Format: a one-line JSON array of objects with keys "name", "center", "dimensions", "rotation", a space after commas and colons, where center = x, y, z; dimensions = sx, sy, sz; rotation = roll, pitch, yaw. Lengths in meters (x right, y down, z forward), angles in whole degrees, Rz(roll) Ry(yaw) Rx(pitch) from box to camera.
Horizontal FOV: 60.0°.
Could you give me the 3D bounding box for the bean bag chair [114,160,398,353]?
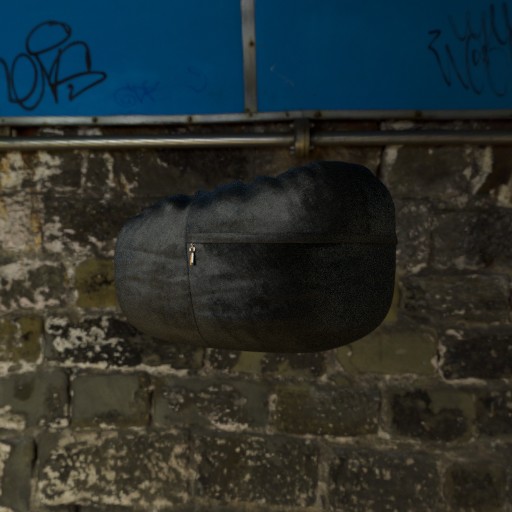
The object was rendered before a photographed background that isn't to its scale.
[{"name": "bean bag chair", "center": [0.000, 0.000, 2.499], "dimensions": [1.524, 0.878, 1.524], "rotation": [0, 1, 19]}]
